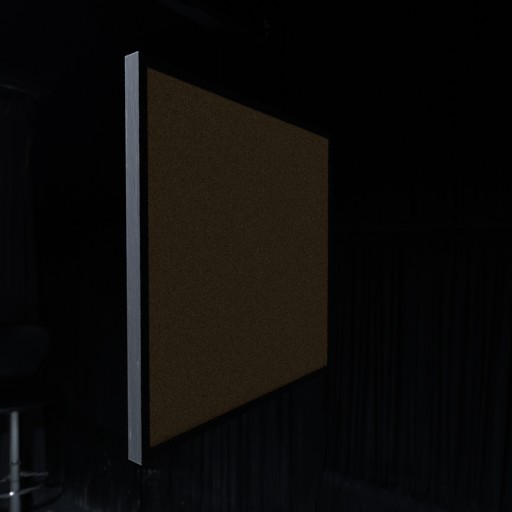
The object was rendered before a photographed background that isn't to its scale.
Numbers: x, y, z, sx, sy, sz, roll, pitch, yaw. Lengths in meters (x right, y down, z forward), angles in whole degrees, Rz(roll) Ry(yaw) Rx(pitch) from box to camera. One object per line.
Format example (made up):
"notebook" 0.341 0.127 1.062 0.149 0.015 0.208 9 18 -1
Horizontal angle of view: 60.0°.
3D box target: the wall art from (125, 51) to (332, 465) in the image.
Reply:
"wall art" 0.000 0.000 1.129 0.037 0.761 0.761 1 2 37
